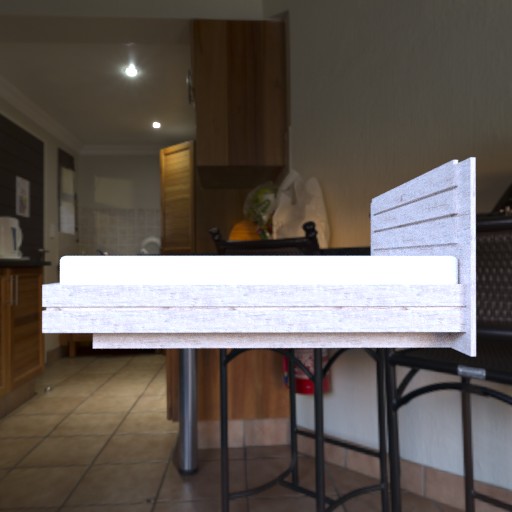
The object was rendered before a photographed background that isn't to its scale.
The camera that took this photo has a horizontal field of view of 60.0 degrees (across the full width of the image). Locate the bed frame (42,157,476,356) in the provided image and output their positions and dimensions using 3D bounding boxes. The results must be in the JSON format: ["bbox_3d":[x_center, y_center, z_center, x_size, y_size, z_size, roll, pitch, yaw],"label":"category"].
[{"bbox_3d":[0.000,0.000,2.983,2.080,0.970,1.750,0,0,-1],"label":"bed frame"}]
